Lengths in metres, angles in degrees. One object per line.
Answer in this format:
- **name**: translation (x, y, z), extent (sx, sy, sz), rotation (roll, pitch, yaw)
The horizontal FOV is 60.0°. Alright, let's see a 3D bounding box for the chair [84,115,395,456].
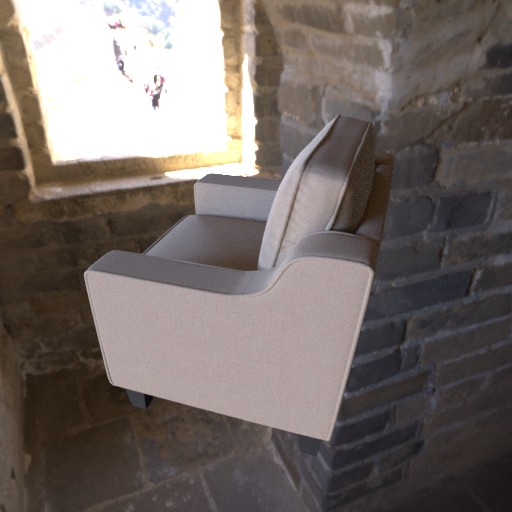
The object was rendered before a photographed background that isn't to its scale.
- **chair**: translation (0.000, 0.000, 1.659), extent (0.882, 0.948, 0.922), rotation (9, 31, 15)
